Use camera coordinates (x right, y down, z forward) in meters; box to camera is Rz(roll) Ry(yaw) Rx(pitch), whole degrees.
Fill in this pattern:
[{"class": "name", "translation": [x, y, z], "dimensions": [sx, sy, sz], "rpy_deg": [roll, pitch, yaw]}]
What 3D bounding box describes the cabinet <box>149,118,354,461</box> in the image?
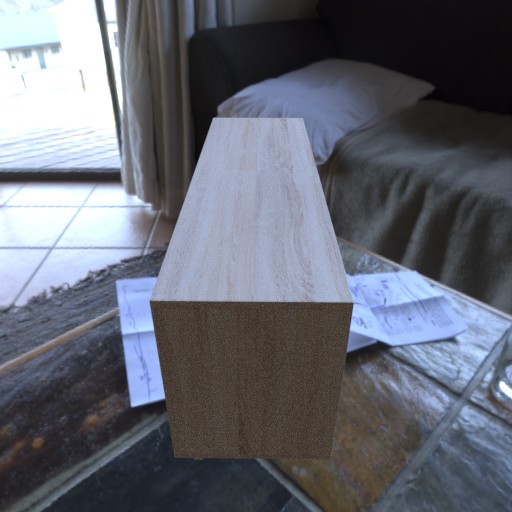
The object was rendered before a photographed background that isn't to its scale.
[{"class": "cabinet", "translation": [0.000, 0.000, 1.986], "dimensions": [0.500, 0.780, 1.650], "rpy_deg": [0, 32, 1]}]
